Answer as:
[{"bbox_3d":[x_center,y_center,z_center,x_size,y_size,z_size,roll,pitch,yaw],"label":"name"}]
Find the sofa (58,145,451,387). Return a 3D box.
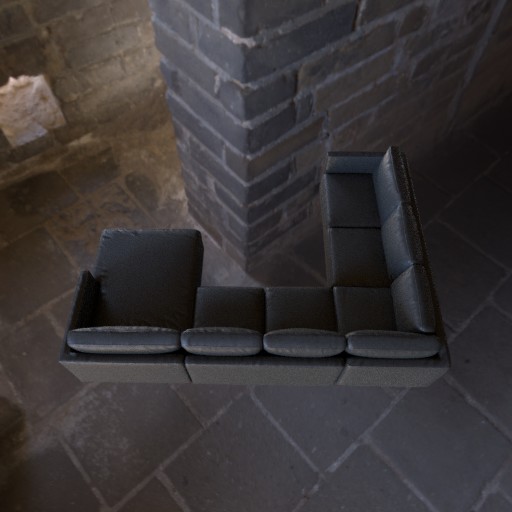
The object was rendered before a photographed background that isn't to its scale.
[{"bbox_3d":[0.000,0.000,4.724,3.460,0.923,2.593,1,59,0],"label":"sofa"}]
